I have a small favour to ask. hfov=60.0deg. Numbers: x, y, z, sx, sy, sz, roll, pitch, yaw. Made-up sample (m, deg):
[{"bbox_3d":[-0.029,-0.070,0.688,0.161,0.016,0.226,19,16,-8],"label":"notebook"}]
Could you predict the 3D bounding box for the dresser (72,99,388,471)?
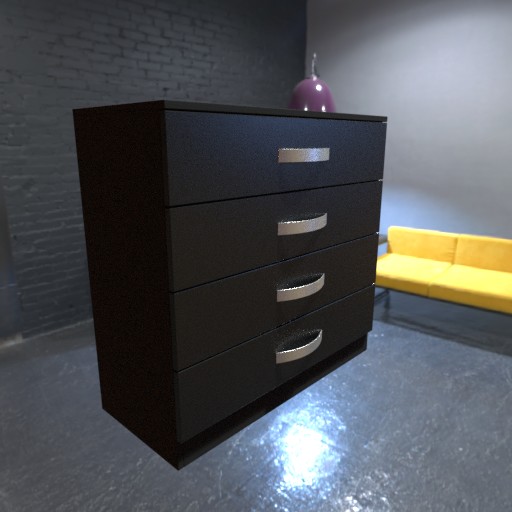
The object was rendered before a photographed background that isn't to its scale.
[{"bbox_3d":[0.000,0.000,1.171,0.360,0.720,0.750,14,20,42],"label":"dresser"}]
